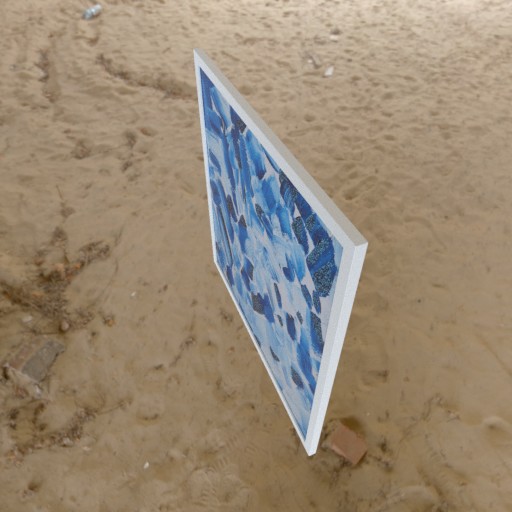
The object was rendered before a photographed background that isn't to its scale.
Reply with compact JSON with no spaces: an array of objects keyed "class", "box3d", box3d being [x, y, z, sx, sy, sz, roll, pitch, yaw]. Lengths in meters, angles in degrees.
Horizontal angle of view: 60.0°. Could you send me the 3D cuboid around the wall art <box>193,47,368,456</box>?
[{"class":"wall art","box3d":[0.000,0.000,0.678,0.012,0.457,0.457,-17,48,-16]}]
